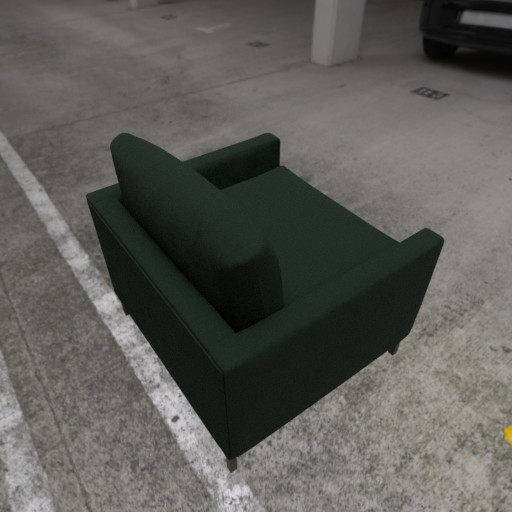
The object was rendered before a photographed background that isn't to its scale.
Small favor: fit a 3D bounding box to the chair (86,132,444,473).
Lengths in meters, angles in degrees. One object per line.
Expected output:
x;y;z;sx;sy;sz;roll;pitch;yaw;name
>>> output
0.000;0.000;1.636;0.866;0.861;0.963;-26;47;-26;chair
